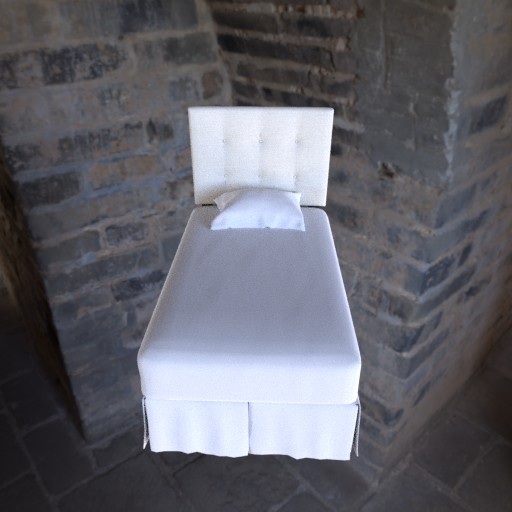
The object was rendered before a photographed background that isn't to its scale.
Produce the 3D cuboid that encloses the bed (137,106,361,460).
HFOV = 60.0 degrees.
[{"bbox_3d":[0.000,0.000,3.028,1.261,1.571,1.997,1,31,2],"label":"bed"}]
